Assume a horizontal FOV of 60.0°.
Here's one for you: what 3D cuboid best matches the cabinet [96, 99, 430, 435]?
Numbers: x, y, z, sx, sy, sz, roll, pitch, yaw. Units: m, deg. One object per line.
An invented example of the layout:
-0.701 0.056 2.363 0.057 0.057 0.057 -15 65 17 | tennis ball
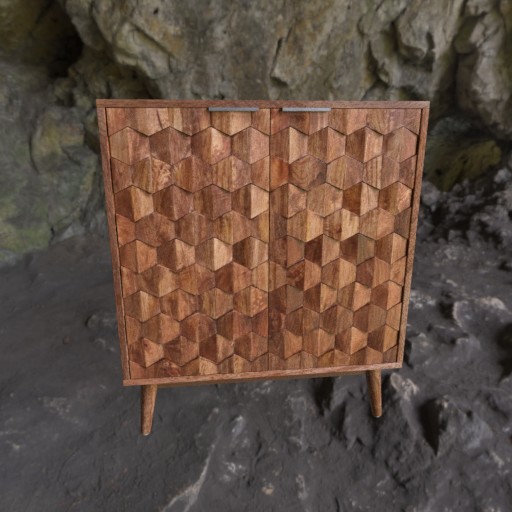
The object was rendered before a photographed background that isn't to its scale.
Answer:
0.000 0.000 1.175 0.647 0.758 0.473 -2 17 -7 | cabinet
